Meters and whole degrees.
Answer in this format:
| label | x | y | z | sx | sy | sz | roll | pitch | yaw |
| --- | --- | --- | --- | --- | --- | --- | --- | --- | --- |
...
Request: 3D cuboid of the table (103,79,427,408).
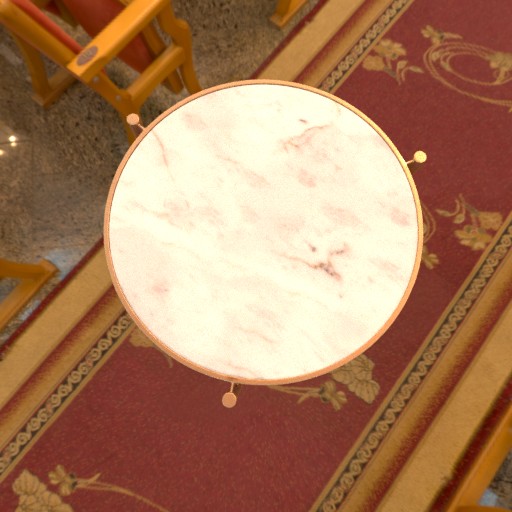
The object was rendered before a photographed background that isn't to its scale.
| label | x | y | z | sx | sy | sz | roll | pitch | yaw |
| --- | --- | --- | --- | --- | --- | --- | --- | --- | --- |
| table | 0.000 | 0.000 | 0.824 | 0.456 | 0.493 | 0.430 | 38 | 80 | 8 |
